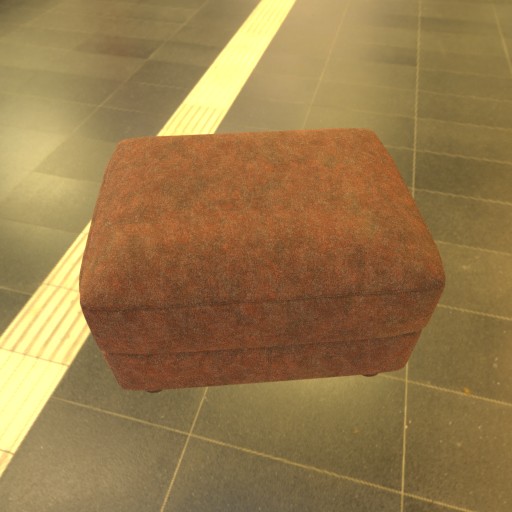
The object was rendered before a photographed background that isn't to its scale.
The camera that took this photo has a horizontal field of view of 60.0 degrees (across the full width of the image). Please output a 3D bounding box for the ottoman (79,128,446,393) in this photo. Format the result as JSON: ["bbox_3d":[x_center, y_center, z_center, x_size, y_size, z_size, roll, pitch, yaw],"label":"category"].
[{"bbox_3d":[0.000,0.000,1.188,0.787,0.508,0.635,-3,47,-3],"label":"ottoman"}]
